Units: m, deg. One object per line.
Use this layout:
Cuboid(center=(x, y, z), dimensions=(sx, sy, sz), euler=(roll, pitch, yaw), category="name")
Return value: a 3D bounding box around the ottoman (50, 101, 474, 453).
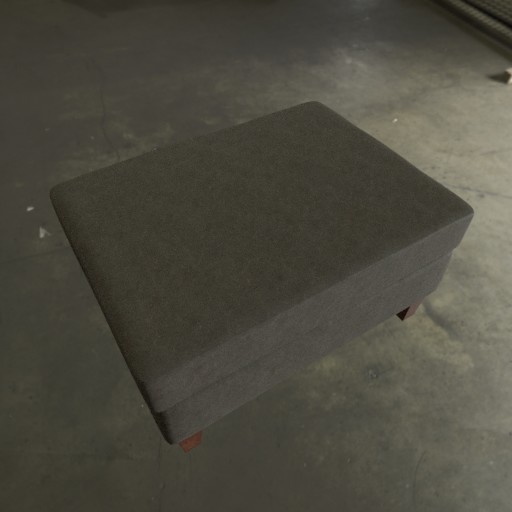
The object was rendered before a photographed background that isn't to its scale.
Cuboid(center=(0.000, 0.000, 1.205), dimensions=(0.839, 0.464, 0.639), euler=(-25, 52, -21), category="ottoman")
